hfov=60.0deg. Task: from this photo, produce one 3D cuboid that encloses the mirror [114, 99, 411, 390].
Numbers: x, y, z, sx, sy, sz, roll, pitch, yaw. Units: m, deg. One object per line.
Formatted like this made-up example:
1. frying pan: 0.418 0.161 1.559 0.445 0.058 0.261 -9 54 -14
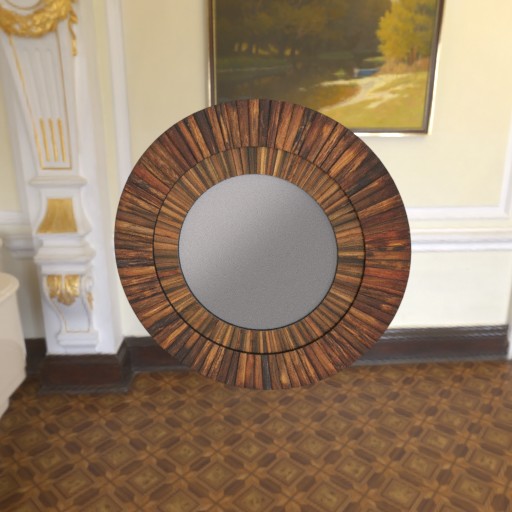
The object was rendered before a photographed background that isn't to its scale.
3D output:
1. mirror: 0.000 0.000 1.613 1.077 1.077 0.036 2 16 9
